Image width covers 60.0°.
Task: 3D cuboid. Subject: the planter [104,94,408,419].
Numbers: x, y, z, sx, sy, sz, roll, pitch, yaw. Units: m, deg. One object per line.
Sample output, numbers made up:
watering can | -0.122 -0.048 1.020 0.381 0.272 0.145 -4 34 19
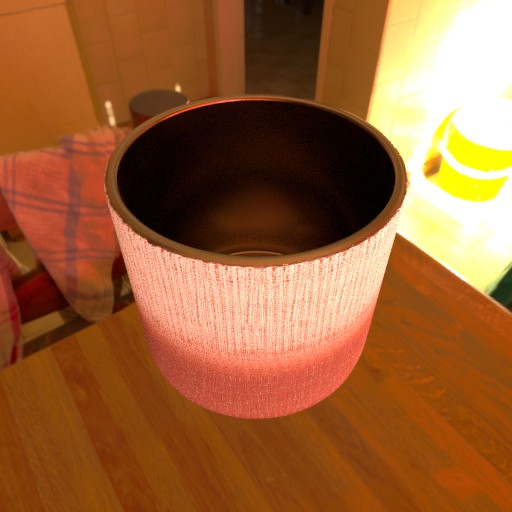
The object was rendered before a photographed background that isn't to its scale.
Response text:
planter | 0.000 0.000 0.393 0.221 0.201 0.221 0 45 0
